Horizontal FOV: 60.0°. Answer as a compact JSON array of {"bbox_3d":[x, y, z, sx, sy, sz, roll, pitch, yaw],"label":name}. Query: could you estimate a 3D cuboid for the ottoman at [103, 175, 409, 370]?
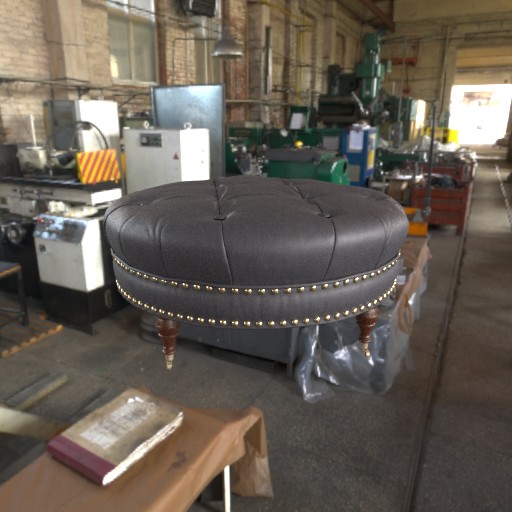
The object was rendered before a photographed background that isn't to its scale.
[{"bbox_3d":[0.000,0.000,1.390,0.901,0.439,0.901,0,17,0],"label":"ottoman"}]
